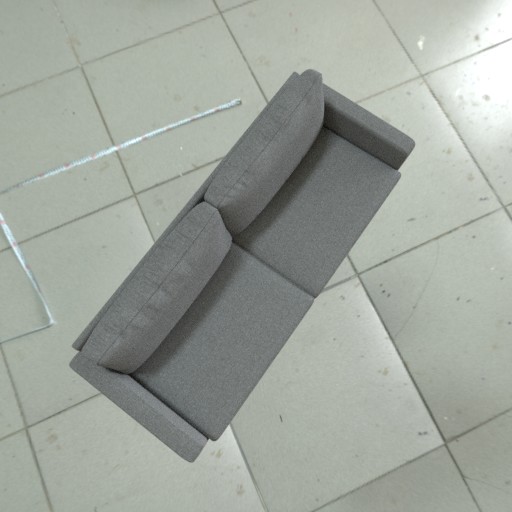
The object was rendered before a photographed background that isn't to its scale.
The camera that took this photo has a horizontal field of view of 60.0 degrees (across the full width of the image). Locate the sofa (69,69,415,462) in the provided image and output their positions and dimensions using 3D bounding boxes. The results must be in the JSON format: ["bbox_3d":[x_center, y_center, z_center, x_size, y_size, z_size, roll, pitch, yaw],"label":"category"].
[{"bbox_3d":[0.000,0.000,2.658,0.880,0.880,2.200,35,78,8],"label":"sofa"}]
